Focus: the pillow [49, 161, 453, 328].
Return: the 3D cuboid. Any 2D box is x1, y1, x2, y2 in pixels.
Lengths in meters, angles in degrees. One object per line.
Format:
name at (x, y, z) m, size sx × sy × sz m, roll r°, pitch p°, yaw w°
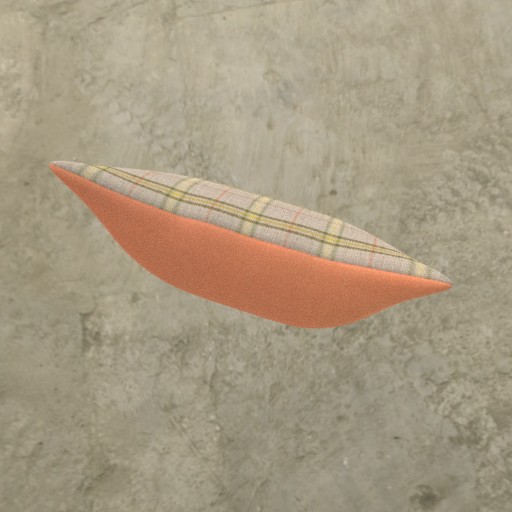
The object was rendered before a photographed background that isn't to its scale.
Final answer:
pillow at (0.000, 0.000, 0.685) m, size 0.453 × 0.430 × 0.200 m, roll 17°, pitch 67°, yaw 8°
